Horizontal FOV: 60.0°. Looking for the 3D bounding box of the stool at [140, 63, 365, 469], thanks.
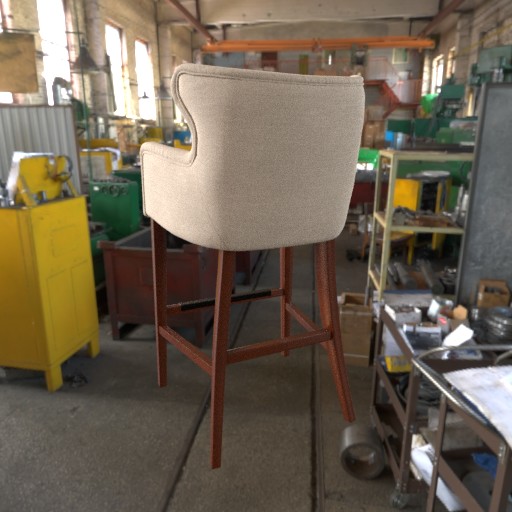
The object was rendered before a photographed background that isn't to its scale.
[{"bbox_3d":[0.000,0.000,1.360,0.556,1.034,0.563,-7,17,-25],"label":"stool"}]
